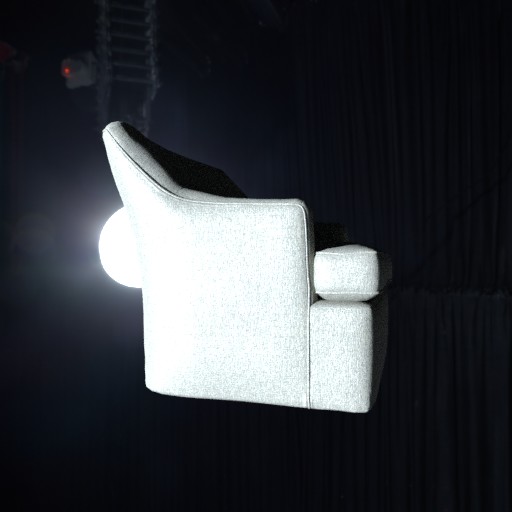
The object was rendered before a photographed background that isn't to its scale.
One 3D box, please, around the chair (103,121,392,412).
[{"bbox_3d":[0.000,0.000,1.596,0.923,0.856,0.864,0,-1,19],"label":"chair"}]
